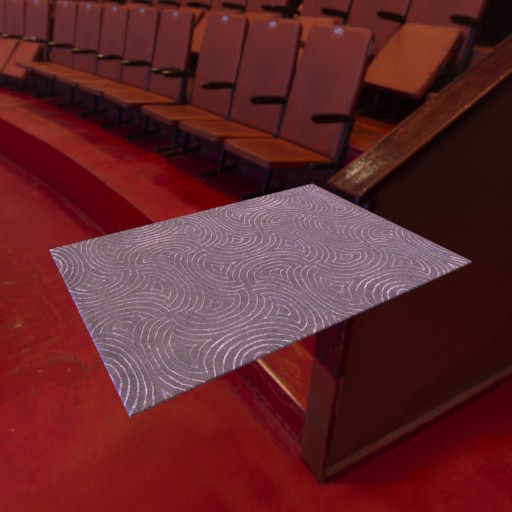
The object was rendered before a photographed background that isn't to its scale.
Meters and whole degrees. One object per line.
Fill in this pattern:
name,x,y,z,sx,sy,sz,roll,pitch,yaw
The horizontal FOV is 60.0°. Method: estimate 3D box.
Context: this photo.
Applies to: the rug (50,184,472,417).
rug,0.000,0.000,2.771,2.144,0.015,1.543,-18,35,-28
